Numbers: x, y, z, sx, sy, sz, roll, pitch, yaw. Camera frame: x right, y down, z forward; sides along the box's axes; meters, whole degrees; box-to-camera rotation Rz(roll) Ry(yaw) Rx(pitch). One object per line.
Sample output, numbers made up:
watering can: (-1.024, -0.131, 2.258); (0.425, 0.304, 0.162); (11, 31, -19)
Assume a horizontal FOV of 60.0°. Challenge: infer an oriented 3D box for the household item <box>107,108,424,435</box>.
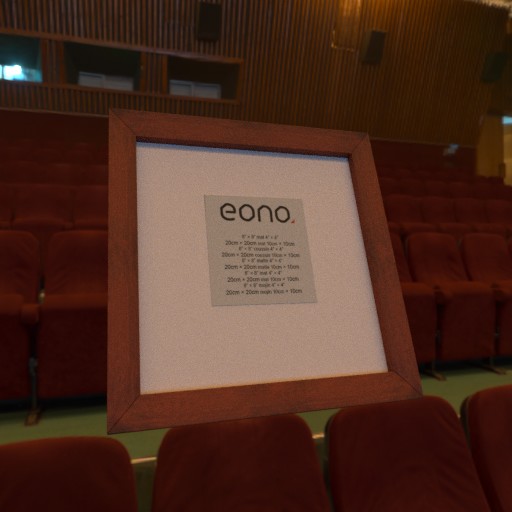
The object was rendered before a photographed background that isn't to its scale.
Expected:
household item: (0.000, 0.000, 0.380); (0.240, 0.240, 0.131); (0, 0, -18)
